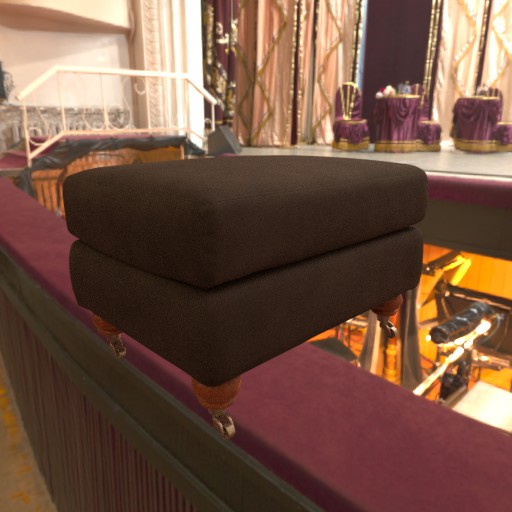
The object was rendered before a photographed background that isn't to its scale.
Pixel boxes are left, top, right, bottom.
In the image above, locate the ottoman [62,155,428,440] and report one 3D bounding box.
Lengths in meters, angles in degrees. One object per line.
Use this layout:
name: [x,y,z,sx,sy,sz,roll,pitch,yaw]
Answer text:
ottoman: [0.000,0.000,1.148,0.773,0.497,0.574,-15,22,-42]
